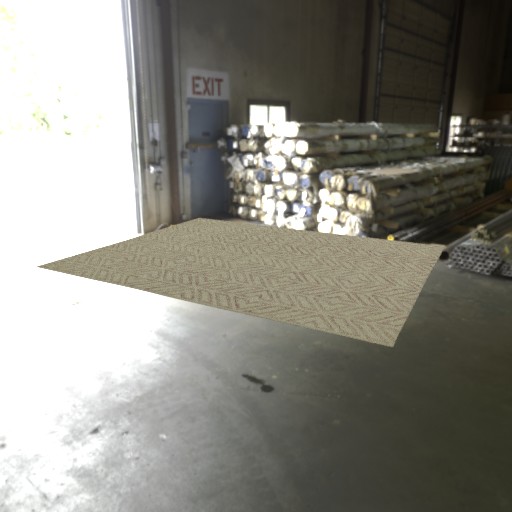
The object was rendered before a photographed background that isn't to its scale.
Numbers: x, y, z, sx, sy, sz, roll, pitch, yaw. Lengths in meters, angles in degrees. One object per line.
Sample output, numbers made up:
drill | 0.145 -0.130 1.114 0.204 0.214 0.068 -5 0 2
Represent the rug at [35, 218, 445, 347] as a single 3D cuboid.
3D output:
rug | 0.000 0.000 4.165 3.045 0.008 2.421 9 18 27
